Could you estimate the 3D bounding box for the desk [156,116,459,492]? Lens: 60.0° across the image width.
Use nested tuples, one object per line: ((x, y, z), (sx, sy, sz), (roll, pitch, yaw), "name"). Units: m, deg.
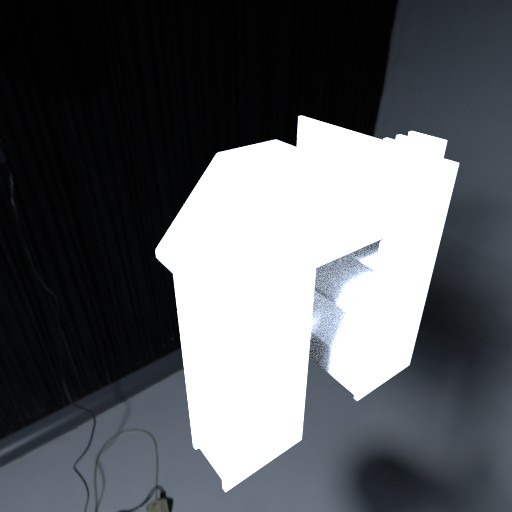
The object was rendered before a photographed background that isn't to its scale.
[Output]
((0.000, 0.000, 1.730), (0.940, 0.986, 0.940), (-21, 37, -31), "desk")
